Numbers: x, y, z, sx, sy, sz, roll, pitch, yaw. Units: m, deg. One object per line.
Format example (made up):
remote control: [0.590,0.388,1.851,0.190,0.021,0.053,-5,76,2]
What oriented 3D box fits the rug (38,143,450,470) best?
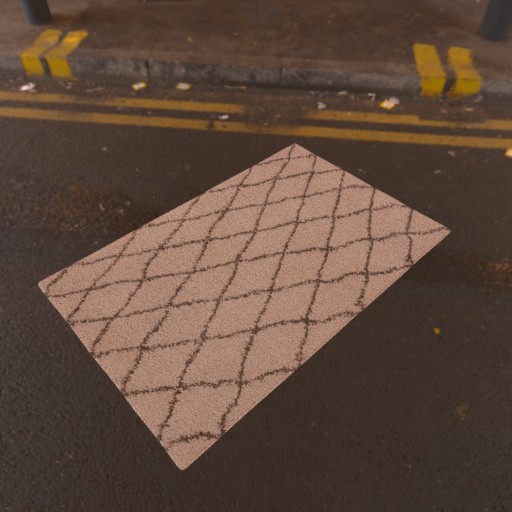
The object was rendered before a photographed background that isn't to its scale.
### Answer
rug: [0.000,0.000,3.455,2.743,0.030,1.778,-34,55,-28]
